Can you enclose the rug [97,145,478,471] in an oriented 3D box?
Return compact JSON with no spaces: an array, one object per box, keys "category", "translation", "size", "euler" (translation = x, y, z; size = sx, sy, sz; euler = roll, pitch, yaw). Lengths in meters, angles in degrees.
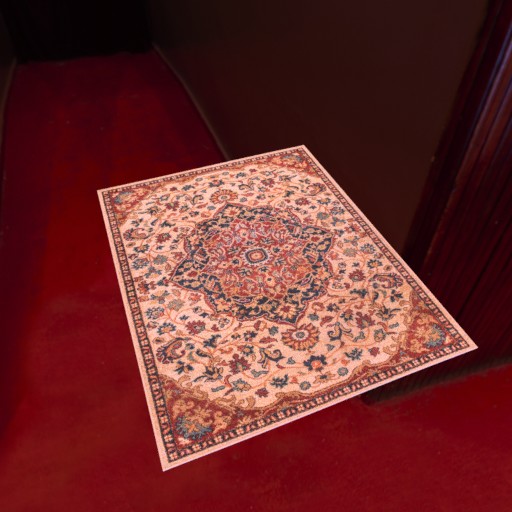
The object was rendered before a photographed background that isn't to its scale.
[{"category":"rug","translation":[0.000,0.000,4.075],"size":[2.454,0.005,3.067],"euler":[-16,48,-15]}]
